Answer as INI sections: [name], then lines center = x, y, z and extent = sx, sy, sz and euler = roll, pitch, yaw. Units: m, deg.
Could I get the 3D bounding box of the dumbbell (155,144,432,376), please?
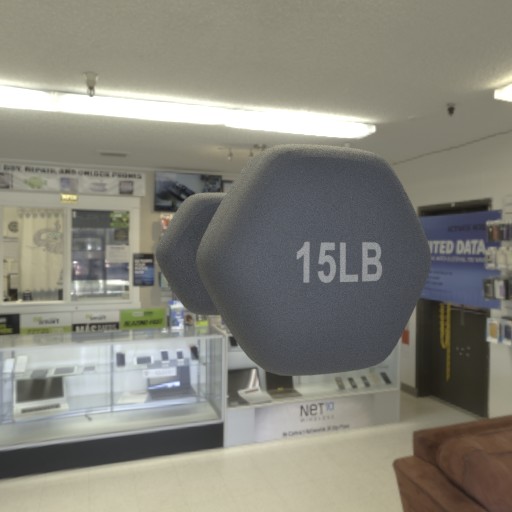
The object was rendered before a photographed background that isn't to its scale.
[dumbbell]
center = 0.000, 0.000, 0.300
extent = 0.116, 0.105, 0.240
euler = 0, 1, -18
